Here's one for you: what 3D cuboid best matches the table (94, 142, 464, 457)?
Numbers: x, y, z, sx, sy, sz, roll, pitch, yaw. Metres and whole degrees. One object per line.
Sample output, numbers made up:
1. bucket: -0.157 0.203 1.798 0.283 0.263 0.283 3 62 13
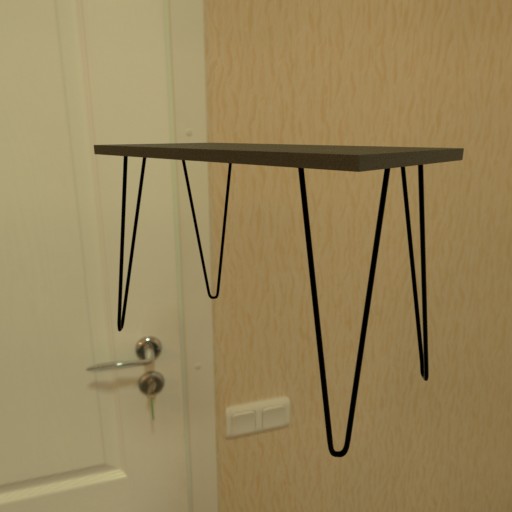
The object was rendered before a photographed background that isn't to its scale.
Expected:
1. table: 0.000 0.000 1.375 0.991 0.660 0.499 14 21 42
